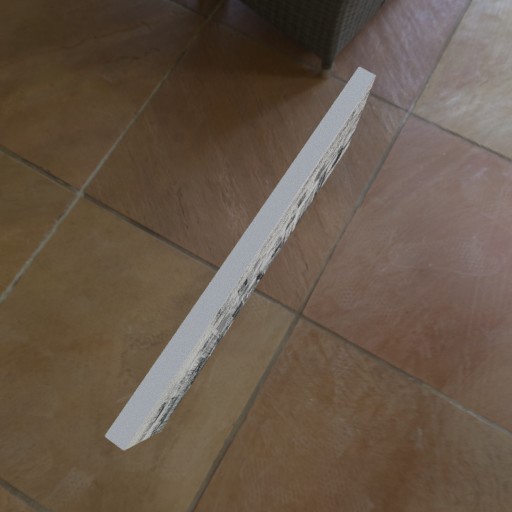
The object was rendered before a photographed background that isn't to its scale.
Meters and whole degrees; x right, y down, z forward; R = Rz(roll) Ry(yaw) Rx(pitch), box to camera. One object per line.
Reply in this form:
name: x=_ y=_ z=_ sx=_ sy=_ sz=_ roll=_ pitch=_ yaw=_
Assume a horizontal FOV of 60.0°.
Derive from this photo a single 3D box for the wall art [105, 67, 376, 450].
wall art: x=0.000 y=0.000 z=0.857 sx=0.038 sy=0.255 sz=0.763 roll=32 pitch=77 yaw=9
